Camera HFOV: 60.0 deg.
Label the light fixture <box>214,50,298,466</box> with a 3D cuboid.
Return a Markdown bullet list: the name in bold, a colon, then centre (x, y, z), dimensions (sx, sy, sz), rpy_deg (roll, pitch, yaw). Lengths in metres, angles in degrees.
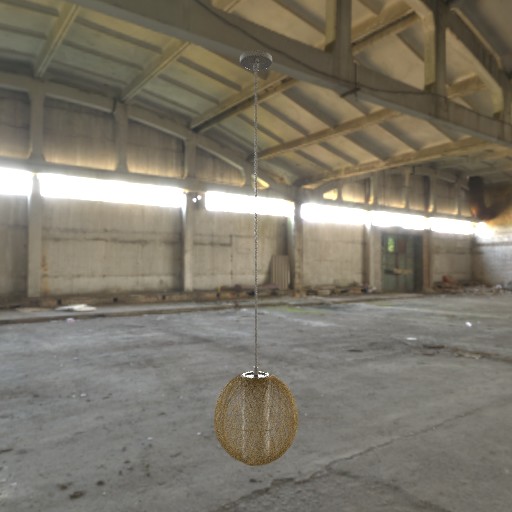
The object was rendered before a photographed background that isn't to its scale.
- **light fixture**: centre (0.000, 0.000, 2.162), dimensions (0.406, 1.955, 0.407), rpy_deg (1, -2, -36)
